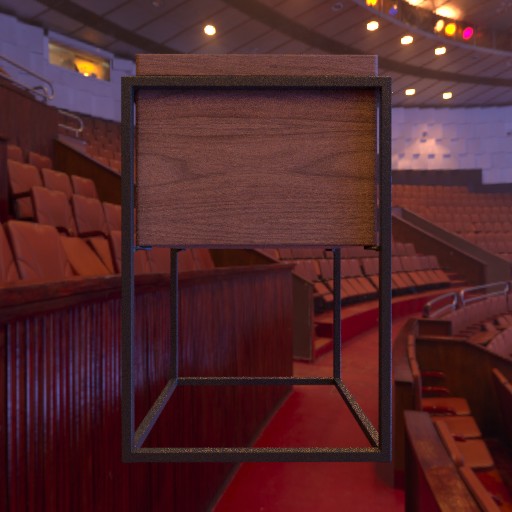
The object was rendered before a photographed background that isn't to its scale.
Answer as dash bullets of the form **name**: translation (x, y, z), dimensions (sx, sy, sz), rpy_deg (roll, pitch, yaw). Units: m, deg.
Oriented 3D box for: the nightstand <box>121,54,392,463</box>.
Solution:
- **nightstand**: translation (0.000, 0.000, 0.848), dimensions (0.397, 0.607, 0.397), rpy_deg (0, 0, 0)
